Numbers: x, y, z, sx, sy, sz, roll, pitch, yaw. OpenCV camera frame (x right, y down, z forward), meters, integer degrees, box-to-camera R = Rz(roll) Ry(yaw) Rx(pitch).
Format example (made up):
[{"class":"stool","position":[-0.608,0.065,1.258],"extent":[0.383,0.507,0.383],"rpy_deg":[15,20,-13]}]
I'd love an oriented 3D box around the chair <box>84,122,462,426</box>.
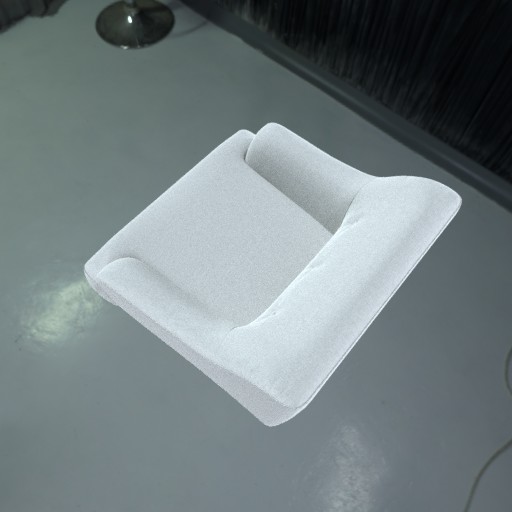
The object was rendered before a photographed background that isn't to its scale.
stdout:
[{"class":"chair","position":[0.000,0.000,1.644],"extent":[0.951,0.818,0.946],"rpy_deg":[37,69,17]}]
